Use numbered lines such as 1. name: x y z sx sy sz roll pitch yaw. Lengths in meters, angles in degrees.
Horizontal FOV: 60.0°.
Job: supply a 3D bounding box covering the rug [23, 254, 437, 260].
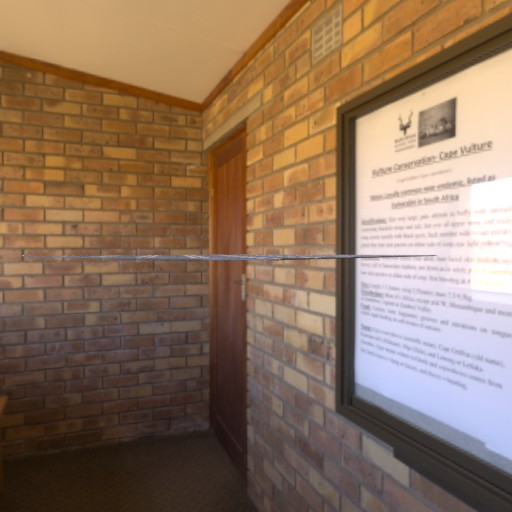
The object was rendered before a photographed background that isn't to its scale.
1. rug: 0.000 0.000 3.810 2.277 0.020 2.867 0 1 36
